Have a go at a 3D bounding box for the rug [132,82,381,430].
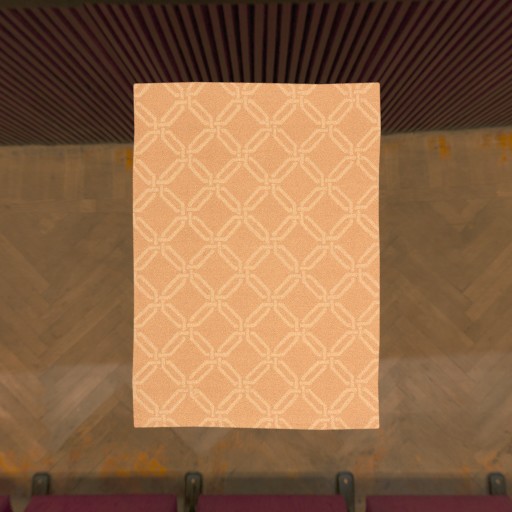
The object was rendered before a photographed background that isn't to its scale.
[{"bbox_3d":[0.000,0.000,2.722,1.524,0.013,2.135,0,90,1],"label":"rug"}]
